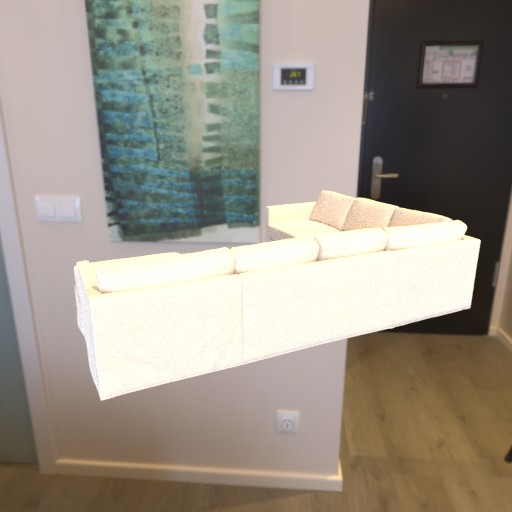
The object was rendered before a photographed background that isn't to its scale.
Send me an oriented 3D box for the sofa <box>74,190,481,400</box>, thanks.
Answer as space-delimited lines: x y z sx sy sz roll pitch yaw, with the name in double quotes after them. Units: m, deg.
0.000 0.000 4.478 3.460 0.882 2.427 -8 18 -25 "sofa"
